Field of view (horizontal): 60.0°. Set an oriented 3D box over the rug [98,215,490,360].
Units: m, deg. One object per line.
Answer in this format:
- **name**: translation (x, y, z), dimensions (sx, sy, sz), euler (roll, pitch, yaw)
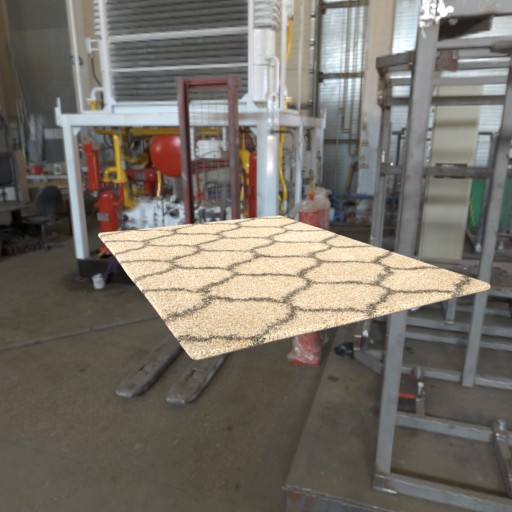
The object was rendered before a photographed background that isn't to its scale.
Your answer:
- **rug**: translation (0.000, 0.000, 2.103), dimensions (1.200, 0.025, 1.600), euler (-8, 18, -26)
